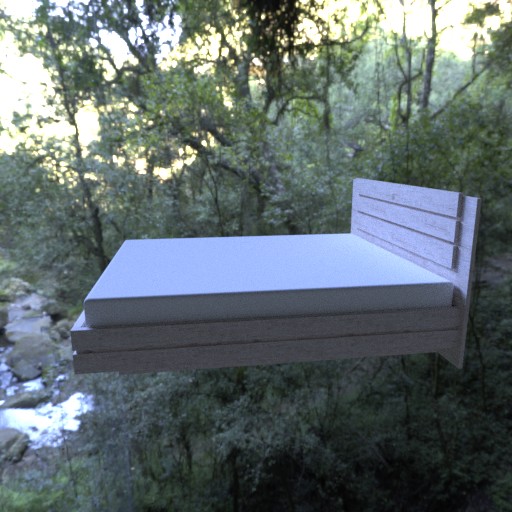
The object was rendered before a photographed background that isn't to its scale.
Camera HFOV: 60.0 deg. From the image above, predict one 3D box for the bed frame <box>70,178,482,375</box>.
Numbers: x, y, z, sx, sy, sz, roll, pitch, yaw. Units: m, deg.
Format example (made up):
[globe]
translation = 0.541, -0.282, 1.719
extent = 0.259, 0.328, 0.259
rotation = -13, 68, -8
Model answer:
[bed frame]
translation = 0.000, 0.000, 3.073
extent = 2.080, 0.970, 1.750
rotation = -2, 13, -9
